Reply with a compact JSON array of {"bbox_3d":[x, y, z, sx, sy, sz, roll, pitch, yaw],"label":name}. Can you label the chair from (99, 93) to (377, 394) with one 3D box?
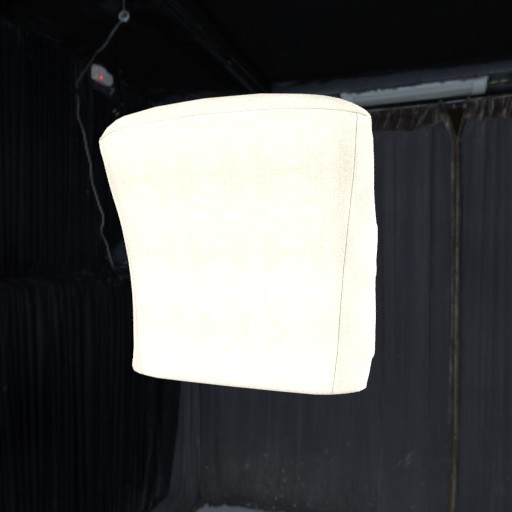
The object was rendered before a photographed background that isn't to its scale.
[{"bbox_3d":[0.000,0.000,1.600,0.864,0.856,0.923,0,0,19],"label":"chair"}]
